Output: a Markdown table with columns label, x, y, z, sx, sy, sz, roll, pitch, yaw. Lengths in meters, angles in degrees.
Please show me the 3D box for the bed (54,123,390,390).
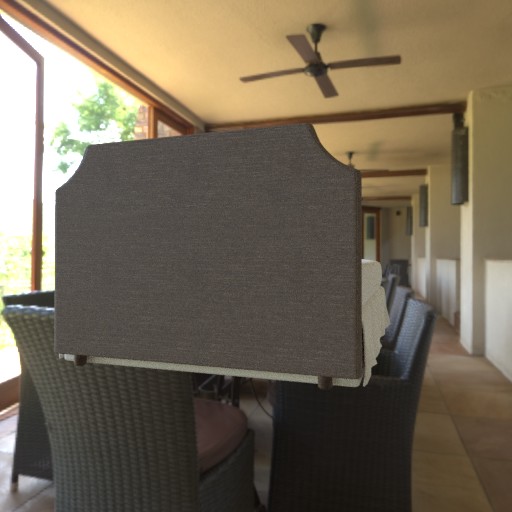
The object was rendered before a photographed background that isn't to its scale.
| label | x | y | z | sx | sy | sz | roll | pitch | yaw |
| --- | --- | --- | --- | --- | --- | --- | --- | --- | --- |
| bed | 0.000 | 0.000 | 4.200 | 2.350 | 1.590 | 2.773 | 0 | 0 | 19 |
